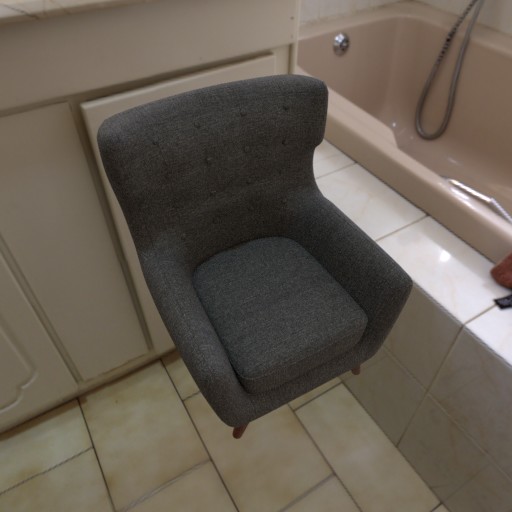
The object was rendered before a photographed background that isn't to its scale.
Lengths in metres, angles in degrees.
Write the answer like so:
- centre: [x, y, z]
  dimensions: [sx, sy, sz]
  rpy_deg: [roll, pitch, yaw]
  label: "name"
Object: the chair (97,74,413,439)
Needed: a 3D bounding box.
- centre: [0.000, 0.000, 1.757]
  dimensions: [0.878, 1.063, 0.904]
  rpy_deg: [-21, 49, -20]
  label: "chair"
